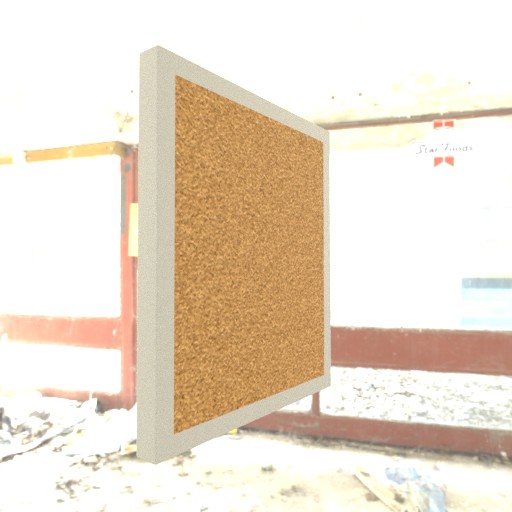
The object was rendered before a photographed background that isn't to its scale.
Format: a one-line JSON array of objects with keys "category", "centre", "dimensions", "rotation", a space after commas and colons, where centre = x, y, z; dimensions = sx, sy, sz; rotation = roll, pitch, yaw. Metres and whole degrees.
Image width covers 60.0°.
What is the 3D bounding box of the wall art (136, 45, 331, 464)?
[{"category": "wall art", "centre": [0.000, 0.000, 0.539], "dimensions": [0.028, 0.381, 0.331], "rotation": [-1, -2, 37]}]
